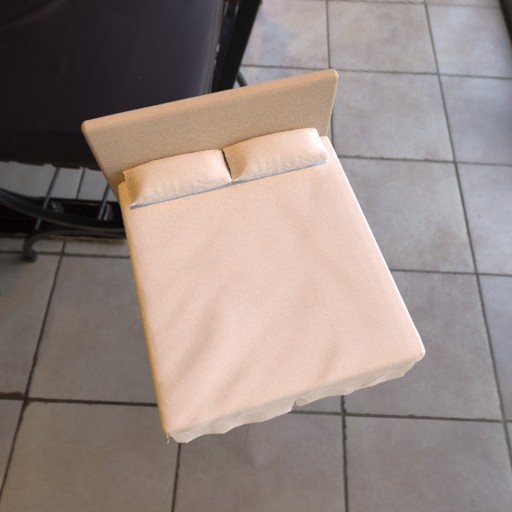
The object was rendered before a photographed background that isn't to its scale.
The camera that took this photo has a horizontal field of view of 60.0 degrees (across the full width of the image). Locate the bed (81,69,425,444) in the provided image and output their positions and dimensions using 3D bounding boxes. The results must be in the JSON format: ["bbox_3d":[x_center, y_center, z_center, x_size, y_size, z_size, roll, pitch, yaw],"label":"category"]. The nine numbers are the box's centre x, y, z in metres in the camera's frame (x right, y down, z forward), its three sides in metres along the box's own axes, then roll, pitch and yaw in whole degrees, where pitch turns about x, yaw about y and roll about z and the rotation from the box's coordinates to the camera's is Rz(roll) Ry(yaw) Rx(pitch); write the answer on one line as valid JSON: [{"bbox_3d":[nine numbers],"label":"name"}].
[{"bbox_3d":[0.000,0.000,3.542,2.119,1.317,2.319,-15,65,-7],"label":"bed"}]
